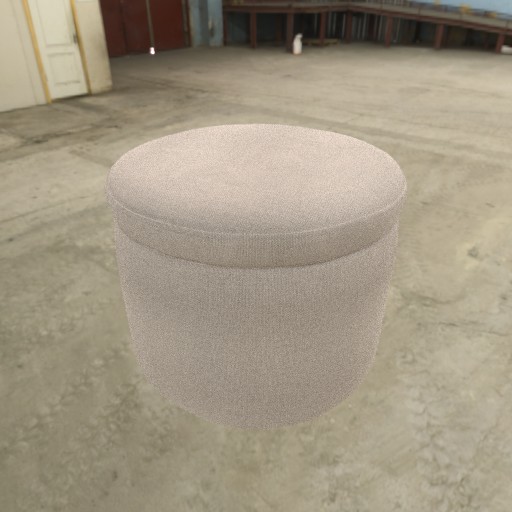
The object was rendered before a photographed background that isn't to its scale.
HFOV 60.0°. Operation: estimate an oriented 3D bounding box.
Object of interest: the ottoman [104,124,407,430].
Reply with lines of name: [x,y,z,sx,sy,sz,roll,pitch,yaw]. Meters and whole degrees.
ottoman: [0.000,0.000,0.837,0.497,0.409,0.497,0,31,0]
